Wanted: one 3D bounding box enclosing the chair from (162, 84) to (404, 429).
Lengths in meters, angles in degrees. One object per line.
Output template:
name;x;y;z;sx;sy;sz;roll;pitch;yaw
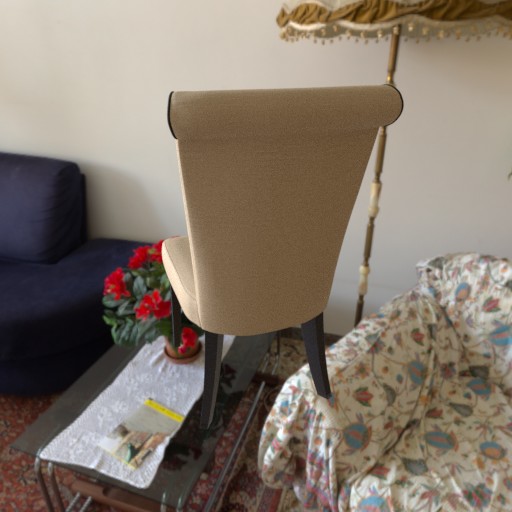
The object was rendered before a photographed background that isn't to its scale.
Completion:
chair;0.000;0.000;1.333;0.522;0.997;0.623;-8;27;-16
